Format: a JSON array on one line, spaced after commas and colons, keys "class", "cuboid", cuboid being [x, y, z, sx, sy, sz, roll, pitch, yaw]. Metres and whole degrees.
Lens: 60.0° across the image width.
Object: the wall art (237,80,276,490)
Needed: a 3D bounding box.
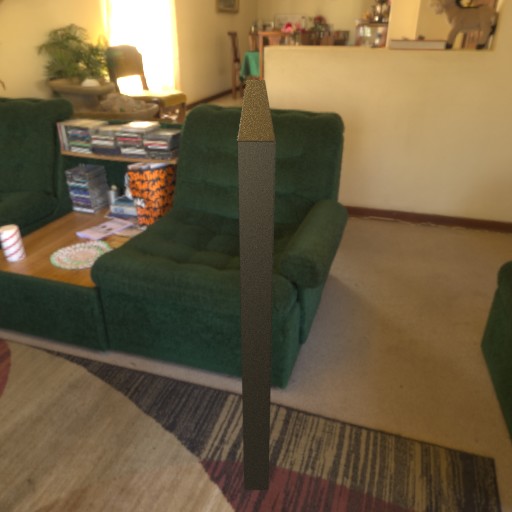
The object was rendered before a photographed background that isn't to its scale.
[{"class": "wall art", "cuboid": [0.000, 0.000, 0.755, 0.036, 0.508, 0.508, 0, 28, 0]}]
